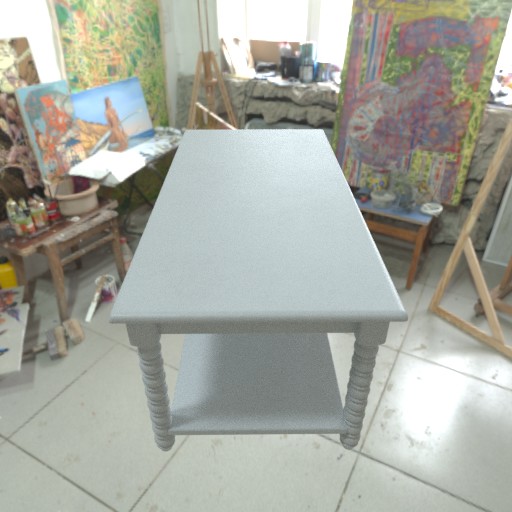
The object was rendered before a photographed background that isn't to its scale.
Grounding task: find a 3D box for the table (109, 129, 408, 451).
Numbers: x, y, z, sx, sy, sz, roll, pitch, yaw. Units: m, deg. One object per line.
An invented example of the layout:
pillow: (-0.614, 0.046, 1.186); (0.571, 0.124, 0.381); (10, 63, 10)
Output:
table: (0.000, 0.000, 1.465); (0.580, 0.487, 1.171); (0, 33, 0)
